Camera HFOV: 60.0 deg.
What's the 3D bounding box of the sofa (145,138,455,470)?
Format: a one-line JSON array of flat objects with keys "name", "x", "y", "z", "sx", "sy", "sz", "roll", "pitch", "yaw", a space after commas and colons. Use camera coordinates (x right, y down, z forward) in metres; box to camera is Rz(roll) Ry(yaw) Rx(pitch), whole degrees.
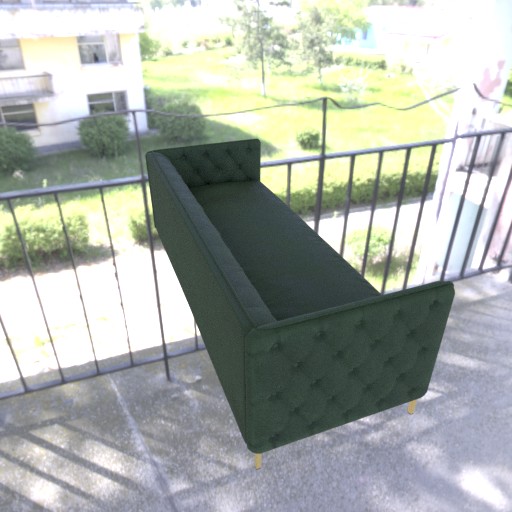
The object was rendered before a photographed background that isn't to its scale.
[{"name": "sofa", "x": 0.000, "y": 0.000, "z": 2.656, "sx": 0.895, "sy": 0.771, "sz": 2.209, "roll": -11, "pitch": 33, "yaw": -18}]
